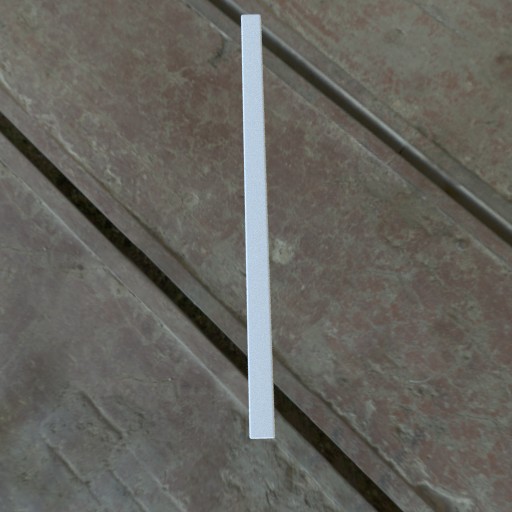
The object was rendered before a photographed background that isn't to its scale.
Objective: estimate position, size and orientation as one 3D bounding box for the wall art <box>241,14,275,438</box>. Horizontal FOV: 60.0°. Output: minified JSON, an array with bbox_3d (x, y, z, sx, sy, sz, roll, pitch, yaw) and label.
[{"bbox_3d":[0.000,0.000,1.116,0.037,0.757,0.757,-1,75,0],"label":"wall art"}]
